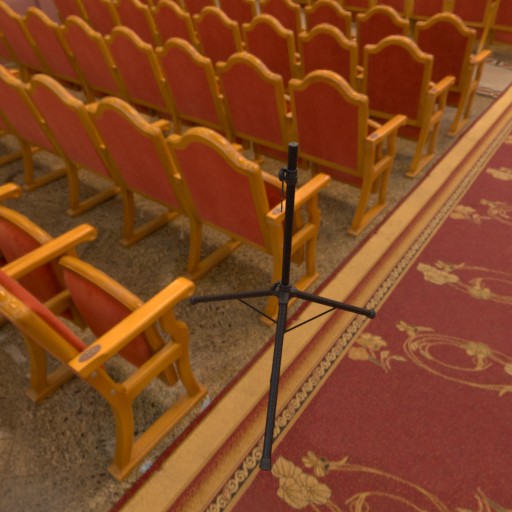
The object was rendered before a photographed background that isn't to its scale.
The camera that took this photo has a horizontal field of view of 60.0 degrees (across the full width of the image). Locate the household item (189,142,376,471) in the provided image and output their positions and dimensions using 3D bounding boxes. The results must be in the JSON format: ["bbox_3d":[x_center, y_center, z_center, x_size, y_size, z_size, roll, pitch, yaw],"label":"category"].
[{"bbox_3d":[0.000,0.000,1.917,0.907,1.136,1.045,26,47,27],"label":"household item"}]
